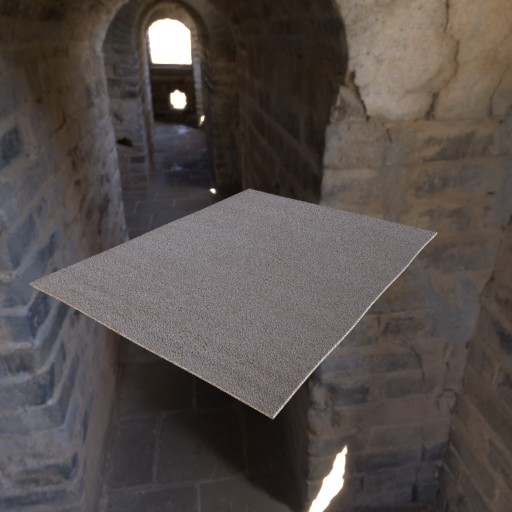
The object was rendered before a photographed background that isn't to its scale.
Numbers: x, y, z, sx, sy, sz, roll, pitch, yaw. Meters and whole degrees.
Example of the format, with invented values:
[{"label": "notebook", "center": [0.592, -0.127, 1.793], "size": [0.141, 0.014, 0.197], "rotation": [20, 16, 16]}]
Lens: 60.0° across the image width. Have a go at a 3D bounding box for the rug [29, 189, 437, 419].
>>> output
[{"label": "rug", "center": [0.000, 0.000, 4.078], "size": [2.400, 0.026, 3.000], "rotation": [18, 32, 32]}]
